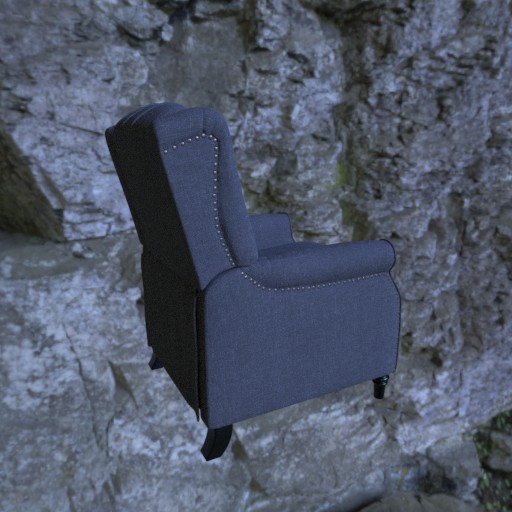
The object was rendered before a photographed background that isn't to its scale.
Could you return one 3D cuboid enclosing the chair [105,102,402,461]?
[{"bbox_3d":[0.000,0.000,1.619,0.898,1.035,0.742,-8,16,-27],"label":"chair"}]
